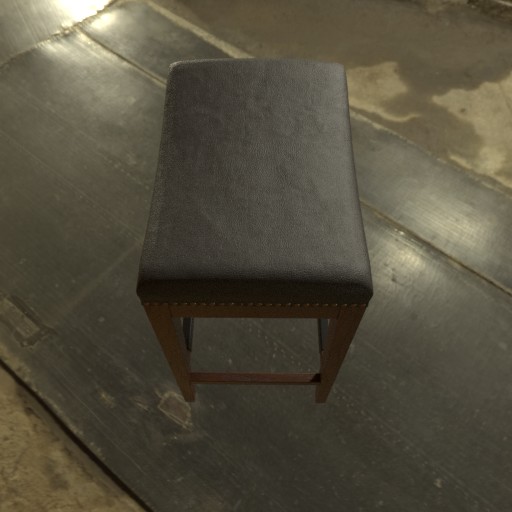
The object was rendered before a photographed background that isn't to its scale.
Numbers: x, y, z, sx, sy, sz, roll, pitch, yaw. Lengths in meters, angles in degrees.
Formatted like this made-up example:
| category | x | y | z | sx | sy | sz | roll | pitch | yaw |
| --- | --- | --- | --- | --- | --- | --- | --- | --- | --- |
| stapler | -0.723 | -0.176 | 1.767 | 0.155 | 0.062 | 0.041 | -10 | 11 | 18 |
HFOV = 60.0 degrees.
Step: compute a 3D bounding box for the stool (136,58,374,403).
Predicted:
| category | x | y | z | sx | sy | sz | roll | pitch | yaw |
| --- | --- | --- | --- | --- | --- | --- | --- | --- | --- |
| stool | 0.000 | 0.000 | 0.948 | 0.353 | 0.664 | 0.490 | 0 | 62 | 0 |
